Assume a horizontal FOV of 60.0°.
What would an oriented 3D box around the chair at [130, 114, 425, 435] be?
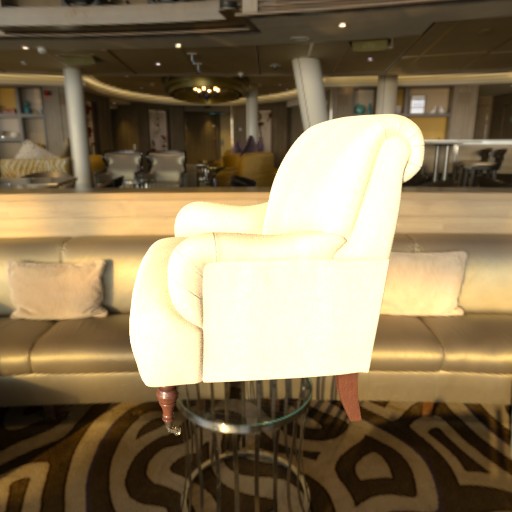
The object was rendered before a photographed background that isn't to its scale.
[{"bbox_3d":[0.000,0.000,1.568,0.842,0.944,0.766,-2,14,-8],"label":"chair"}]
